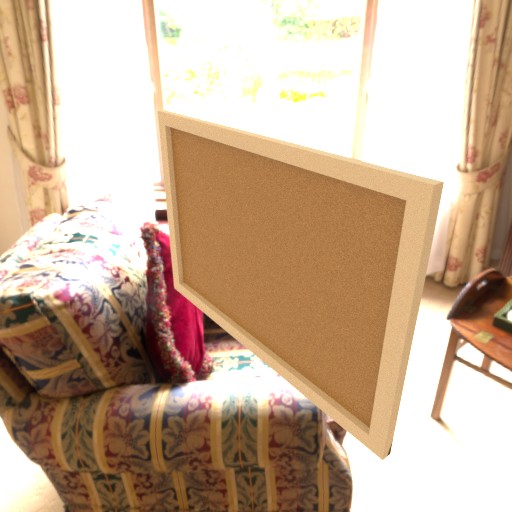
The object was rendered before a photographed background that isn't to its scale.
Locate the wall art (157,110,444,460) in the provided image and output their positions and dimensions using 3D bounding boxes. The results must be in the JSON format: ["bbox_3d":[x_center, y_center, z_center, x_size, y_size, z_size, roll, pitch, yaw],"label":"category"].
[{"bbox_3d":[0.000,0.000,1.427,0.038,0.767,1.144,-19,33,-33],"label":"wall art"}]
